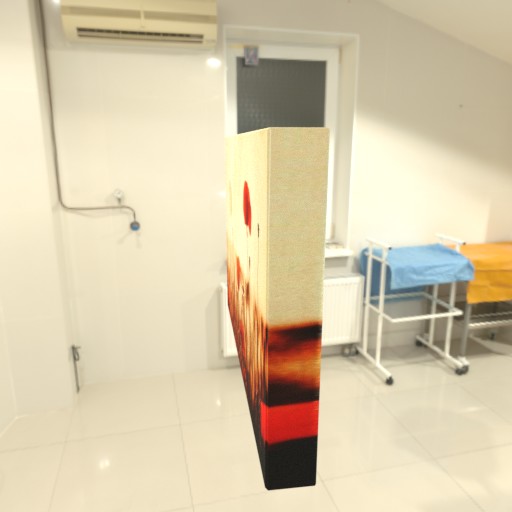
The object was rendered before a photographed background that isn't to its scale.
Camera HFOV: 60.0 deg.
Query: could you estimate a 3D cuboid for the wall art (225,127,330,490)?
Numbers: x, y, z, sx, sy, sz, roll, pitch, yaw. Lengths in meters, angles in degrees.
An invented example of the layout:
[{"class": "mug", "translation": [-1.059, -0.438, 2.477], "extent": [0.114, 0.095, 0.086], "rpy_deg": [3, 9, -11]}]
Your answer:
[{"class": "wall art", "translation": [0.000, 0.000, 0.473], "extent": [0.037, 0.251, 0.383], "rpy_deg": [-2, 14, -7]}]
